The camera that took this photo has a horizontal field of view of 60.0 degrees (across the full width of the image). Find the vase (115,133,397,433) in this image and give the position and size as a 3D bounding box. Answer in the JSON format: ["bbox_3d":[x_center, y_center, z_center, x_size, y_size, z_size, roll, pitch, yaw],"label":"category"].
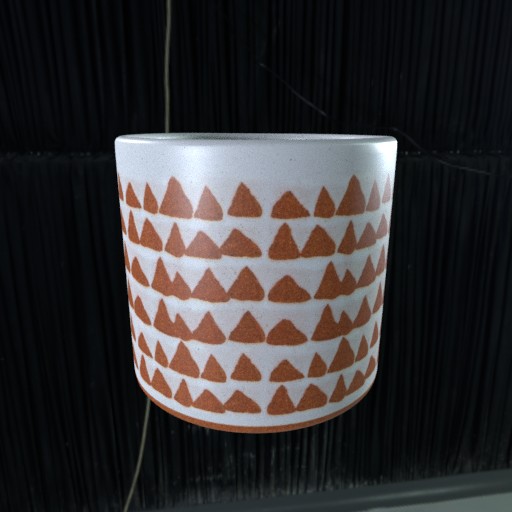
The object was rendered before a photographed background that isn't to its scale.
[{"bbox_3d":[0.000,0.000,0.242,0.137,0.127,0.137,0,17,0],"label":"vase"}]
